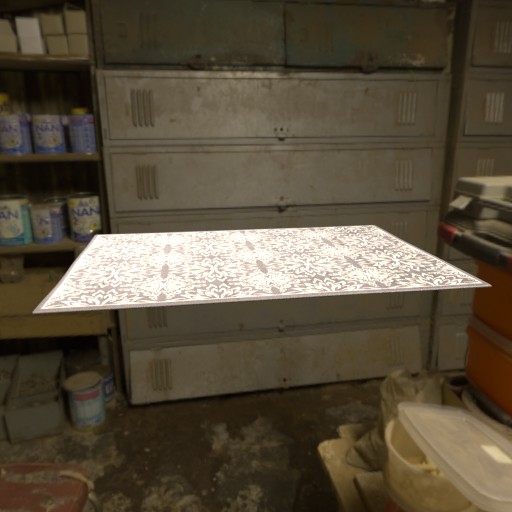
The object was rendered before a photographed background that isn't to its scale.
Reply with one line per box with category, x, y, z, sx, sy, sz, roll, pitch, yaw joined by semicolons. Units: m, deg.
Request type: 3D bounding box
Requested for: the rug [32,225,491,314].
rug;0.000;0.000;2.331;1.847;0.012;1.224;-3;16;-9
